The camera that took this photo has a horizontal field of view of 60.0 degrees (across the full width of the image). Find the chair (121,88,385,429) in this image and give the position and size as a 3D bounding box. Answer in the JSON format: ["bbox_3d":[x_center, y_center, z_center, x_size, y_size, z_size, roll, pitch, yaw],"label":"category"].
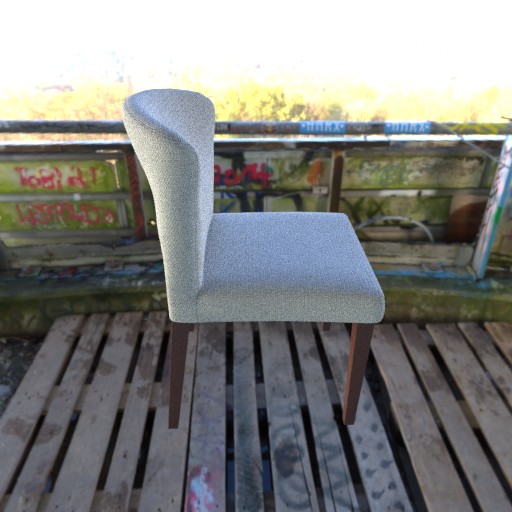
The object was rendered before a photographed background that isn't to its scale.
[{"bbox_3d":[0.000,0.000,1.205,0.589,0.839,0.491,-1,30,-1],"label":"chair"}]
